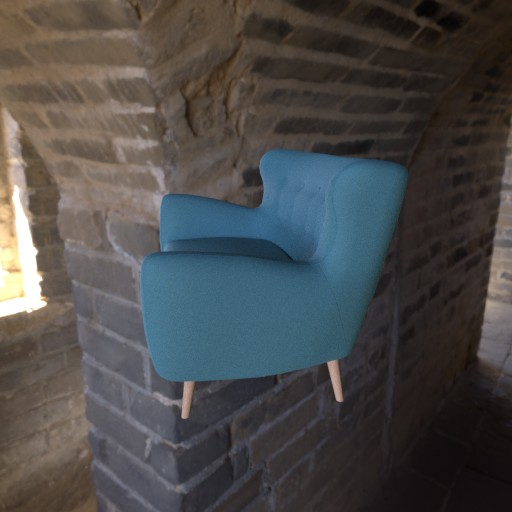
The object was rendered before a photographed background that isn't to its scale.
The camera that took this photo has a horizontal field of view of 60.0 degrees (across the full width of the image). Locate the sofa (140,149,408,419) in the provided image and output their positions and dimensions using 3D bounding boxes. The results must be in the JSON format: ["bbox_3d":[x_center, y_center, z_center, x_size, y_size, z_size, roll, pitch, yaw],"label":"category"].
[{"bbox_3d":[0.000,0.000,1.965,0.889,0.889,1.397,-2,15,-9],"label":"sofa"}]
